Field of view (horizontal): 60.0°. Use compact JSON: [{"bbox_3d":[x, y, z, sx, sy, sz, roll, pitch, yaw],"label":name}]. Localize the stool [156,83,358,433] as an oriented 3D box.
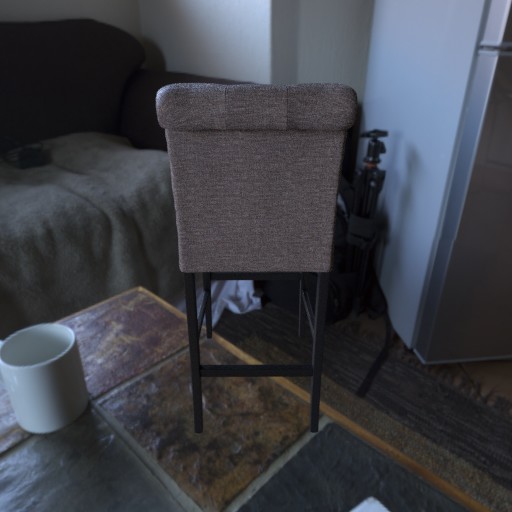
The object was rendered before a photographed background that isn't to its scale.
[{"bbox_3d":[0.000,0.000,1.459,0.452,1.131,0.613,0,29,0],"label":"stool"}]
